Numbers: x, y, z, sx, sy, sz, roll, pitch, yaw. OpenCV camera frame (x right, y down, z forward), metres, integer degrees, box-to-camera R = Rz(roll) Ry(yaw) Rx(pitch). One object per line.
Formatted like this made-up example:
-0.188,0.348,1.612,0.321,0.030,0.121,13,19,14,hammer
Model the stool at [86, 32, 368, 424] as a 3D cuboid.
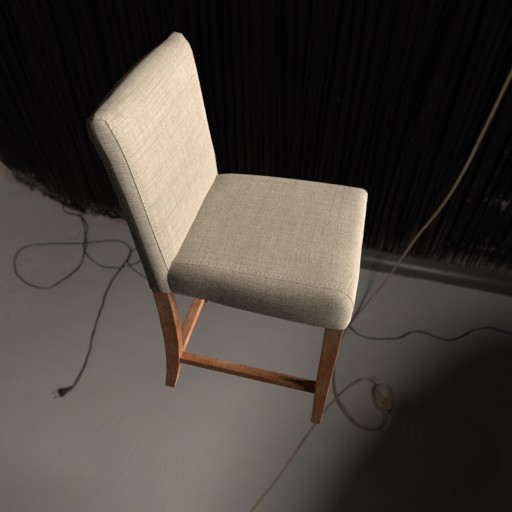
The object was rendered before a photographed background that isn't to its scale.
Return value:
0.000,0.000,1.268,0.567,1.039,0.454,10,47,9,stool
